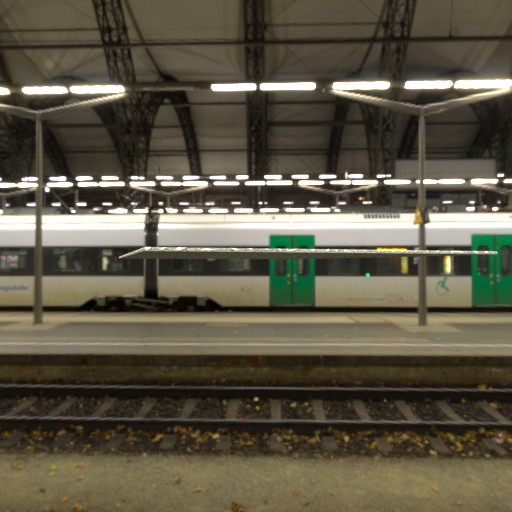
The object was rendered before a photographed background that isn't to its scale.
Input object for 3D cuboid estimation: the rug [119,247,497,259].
[{"bbox_3d":[0.000,0.000,2.741,1.543,0.015,2.144,0,-1,-19],"label":"rug"}]
